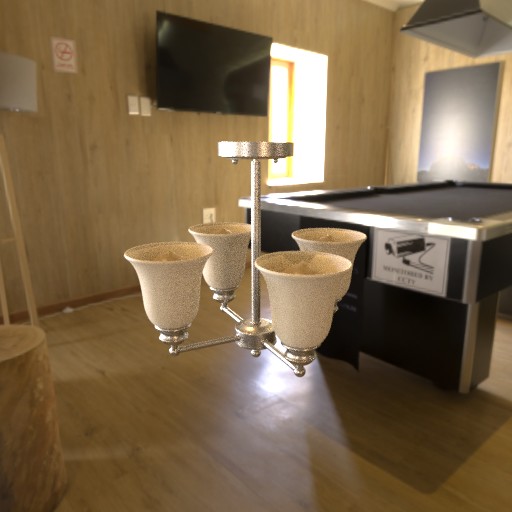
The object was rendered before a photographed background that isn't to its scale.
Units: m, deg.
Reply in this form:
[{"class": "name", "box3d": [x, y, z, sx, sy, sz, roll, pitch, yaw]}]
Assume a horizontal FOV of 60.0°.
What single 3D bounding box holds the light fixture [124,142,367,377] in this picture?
[{"class": "light fixture", "box3d": [0.000, 0.000, 0.745, 0.427, 0.370, 0.427, -7, 15, -25]}]
